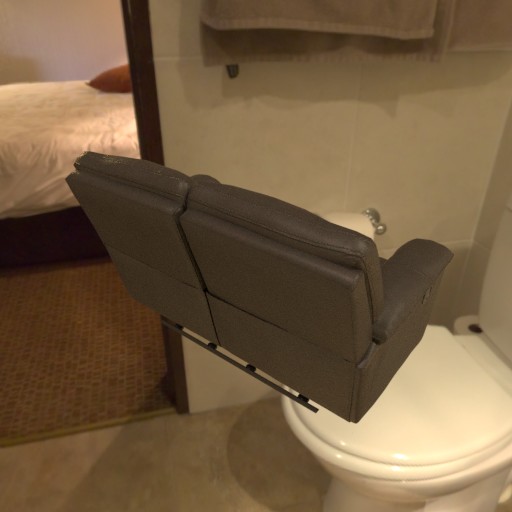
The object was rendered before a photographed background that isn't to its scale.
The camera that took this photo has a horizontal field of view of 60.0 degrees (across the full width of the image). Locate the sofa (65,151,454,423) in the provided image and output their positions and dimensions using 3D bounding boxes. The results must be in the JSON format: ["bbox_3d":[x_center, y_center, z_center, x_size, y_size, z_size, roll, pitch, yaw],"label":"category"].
[{"bbox_3d":[0.000,0.000,2.382,1.765,1.111,1.104,22,36,33],"label":"sofa"}]
